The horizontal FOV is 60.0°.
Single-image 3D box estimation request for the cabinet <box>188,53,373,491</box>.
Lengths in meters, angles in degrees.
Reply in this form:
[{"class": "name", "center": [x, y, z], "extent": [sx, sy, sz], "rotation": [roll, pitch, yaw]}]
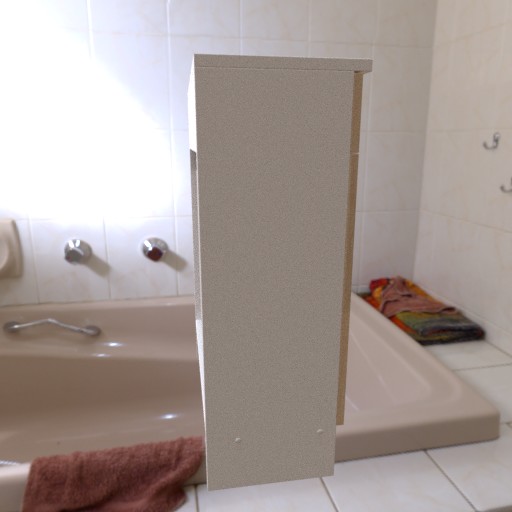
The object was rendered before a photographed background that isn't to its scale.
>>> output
[{"class": "cabinet", "center": [0.000, 0.000, 1.100], "extent": [0.296, 0.815, 0.600], "rotation": [-2, 15, -9]}]
